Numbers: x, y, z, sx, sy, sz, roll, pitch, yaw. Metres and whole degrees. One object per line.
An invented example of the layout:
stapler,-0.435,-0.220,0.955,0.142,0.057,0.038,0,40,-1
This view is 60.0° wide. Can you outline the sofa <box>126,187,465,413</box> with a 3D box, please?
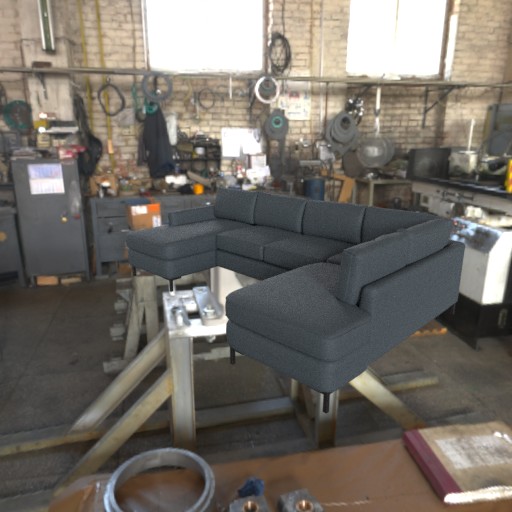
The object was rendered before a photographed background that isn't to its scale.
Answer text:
sofa,0.000,0.000,3.953,2.975,0.858,1.984,15,22,42
